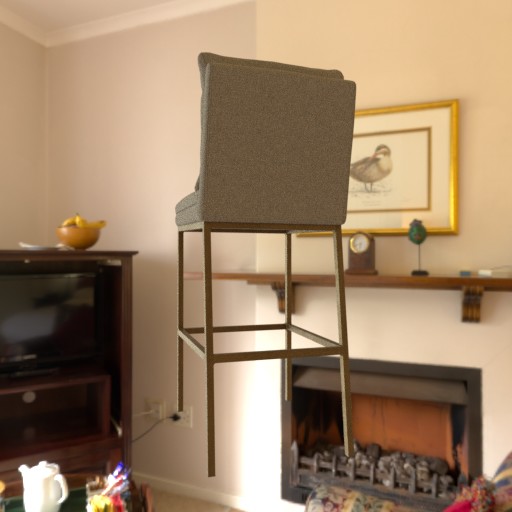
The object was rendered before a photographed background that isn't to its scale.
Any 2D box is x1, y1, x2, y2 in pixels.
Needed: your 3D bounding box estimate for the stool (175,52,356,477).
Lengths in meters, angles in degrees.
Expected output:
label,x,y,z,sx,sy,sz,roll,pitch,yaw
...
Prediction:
label,x,y,z,sx,sy,sz,roll,pitch,yaw
stool,0.000,0.000,1.449,0.463,1.132,0.569,0,-1,-17
